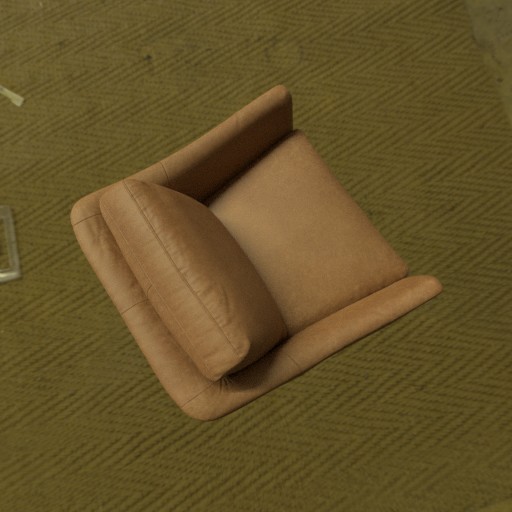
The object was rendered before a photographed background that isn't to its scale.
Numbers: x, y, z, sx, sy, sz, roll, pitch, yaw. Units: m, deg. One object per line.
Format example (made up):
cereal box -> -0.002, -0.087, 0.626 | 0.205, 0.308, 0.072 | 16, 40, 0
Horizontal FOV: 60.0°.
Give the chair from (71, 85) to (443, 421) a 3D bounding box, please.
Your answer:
chair -> 0.000, 0.000, 1.693 | 0.963, 0.895, 0.988 | -33, 78, -8
